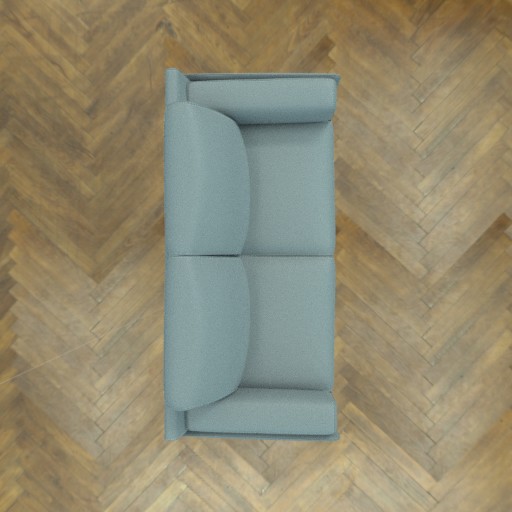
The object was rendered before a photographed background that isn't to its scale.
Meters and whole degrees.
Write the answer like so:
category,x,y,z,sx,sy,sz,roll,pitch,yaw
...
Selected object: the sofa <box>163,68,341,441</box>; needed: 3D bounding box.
category,x,y,z,sx,sy,sz,roll,pitch,yaw
sofa,0.000,0.000,2.625,0.969,0.900,2.100,0,90,1
